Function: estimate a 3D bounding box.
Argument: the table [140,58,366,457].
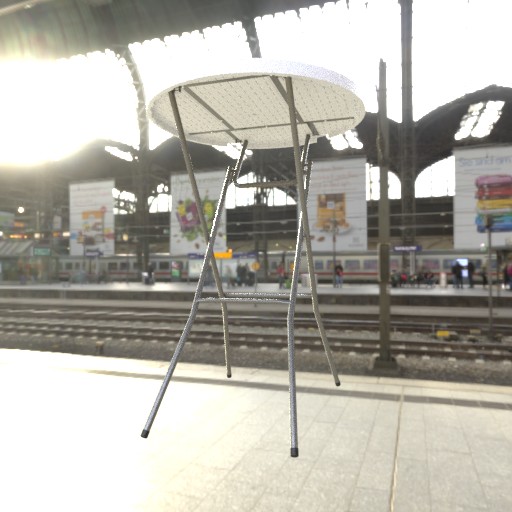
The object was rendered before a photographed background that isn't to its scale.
[{"bbox_3d":[0.000,0.000,1.635,0.792,1.105,0.795,-1,-2,17],"label":"table"}]
